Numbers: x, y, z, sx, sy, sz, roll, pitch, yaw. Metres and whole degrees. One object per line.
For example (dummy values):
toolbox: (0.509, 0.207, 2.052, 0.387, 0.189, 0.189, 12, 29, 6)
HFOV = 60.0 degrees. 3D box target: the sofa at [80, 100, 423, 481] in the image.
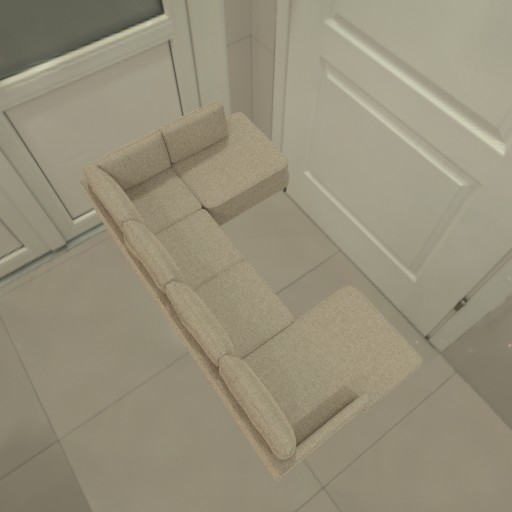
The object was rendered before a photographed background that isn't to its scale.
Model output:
sofa: (0.000, 0.000, 4.325, 2.021, 0.996, 3.423, -32, 65, -17)
